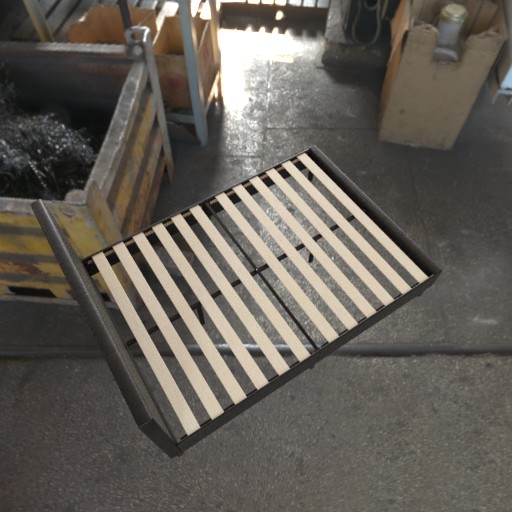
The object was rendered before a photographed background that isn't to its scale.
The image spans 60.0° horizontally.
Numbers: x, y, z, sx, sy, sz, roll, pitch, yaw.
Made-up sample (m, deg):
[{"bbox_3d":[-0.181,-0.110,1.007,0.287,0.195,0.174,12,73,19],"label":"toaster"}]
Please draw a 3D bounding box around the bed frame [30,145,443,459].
[{"bbox_3d":[0.000,0.000,2.967,2.152,1.046,1.469,-29,62,-17],"label":"bed frame"}]
